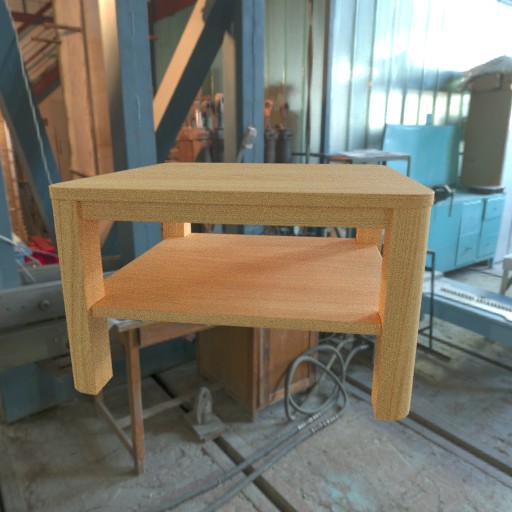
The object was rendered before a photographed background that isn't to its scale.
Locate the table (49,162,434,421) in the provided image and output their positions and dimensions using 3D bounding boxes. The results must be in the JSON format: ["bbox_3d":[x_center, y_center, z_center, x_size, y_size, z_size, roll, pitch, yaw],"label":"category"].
[{"bbox_3d":[0.000,0.000,1.218,0.750,0.450,0.750,2,16,8],"label":"table"}]
